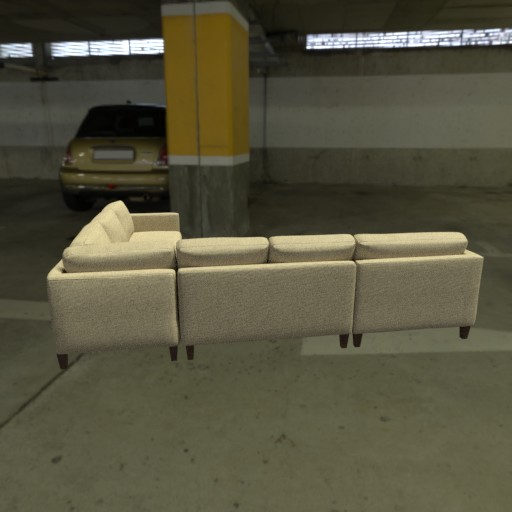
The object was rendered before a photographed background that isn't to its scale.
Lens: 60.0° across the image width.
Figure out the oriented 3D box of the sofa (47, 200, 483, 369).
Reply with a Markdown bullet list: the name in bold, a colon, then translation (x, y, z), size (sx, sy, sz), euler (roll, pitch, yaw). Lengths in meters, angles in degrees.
- **sofa**: translation (0.000, 0.000, 4.662), size (3.460, 0.959, 2.593), euler (-2, 16, -9)
